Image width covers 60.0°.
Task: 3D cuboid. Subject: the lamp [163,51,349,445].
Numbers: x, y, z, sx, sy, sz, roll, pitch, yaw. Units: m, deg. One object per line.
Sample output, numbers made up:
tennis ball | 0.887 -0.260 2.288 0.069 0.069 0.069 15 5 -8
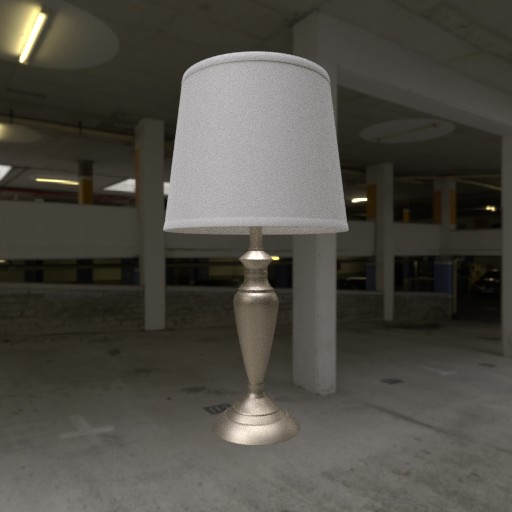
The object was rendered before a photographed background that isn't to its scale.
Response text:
lamp | 0.000 0.000 0.801 0.328 0.619 0.328 0 1 0
